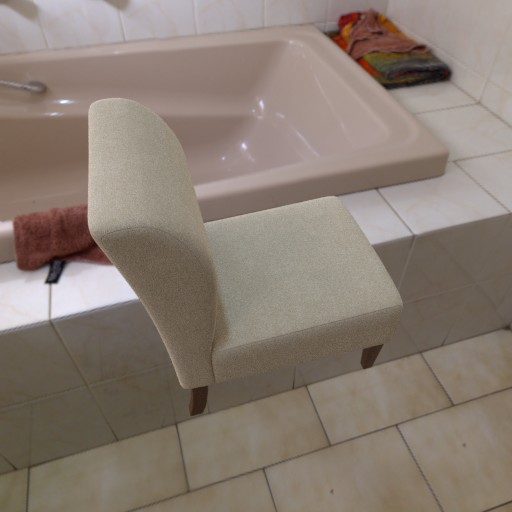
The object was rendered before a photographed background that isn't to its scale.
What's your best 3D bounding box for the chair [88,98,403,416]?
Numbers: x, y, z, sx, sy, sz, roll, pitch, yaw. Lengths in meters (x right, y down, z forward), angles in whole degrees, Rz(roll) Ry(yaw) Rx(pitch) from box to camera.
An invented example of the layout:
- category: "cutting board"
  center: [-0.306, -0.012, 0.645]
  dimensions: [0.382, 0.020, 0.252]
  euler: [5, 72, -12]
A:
- category: "chair"
  center: [0.000, 0.000, 1.310]
  dimensions: [0.754, 0.833, 0.521]
  euler: [-11, 47, -10]
